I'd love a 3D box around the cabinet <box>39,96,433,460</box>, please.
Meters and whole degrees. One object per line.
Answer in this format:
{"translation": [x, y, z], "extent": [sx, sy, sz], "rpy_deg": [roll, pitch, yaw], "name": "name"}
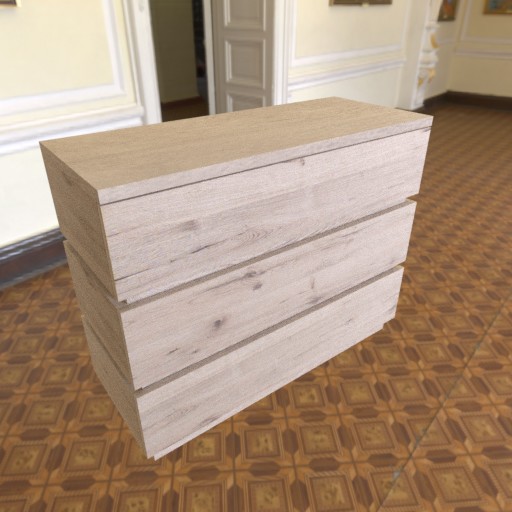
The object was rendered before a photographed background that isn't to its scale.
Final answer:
{"translation": [0.000, 0.000, 1.432], "extent": [1.040, 0.820, 0.420], "rpy_deg": [-20, 35, -31], "name": "cabinet"}
